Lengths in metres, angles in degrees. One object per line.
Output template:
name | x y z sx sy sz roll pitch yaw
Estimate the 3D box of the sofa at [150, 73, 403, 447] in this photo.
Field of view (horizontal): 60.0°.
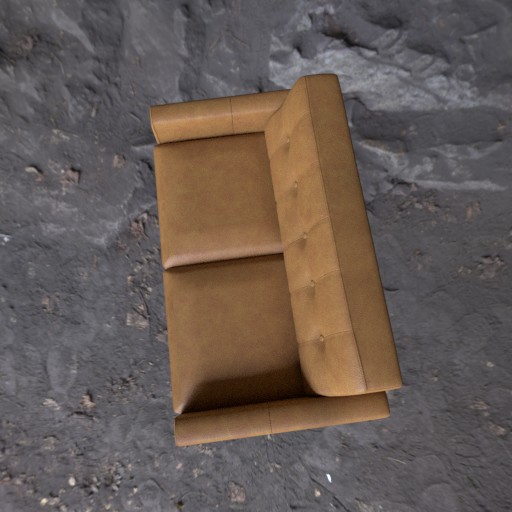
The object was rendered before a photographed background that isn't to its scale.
sofa | 0.000 0.000 2.234 0.952 0.925 1.651 -7 75 -2
